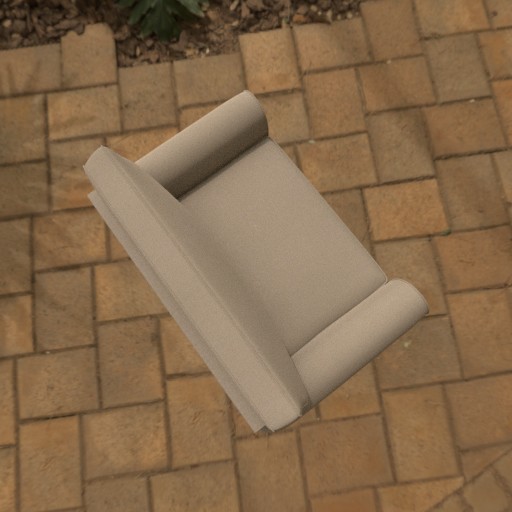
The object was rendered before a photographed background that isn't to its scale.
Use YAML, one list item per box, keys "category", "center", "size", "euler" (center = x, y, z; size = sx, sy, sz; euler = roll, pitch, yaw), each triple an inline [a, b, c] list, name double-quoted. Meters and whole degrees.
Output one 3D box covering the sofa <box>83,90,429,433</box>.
- category: "sofa"
  center: [0.000, 0.000, 2.159]
  size: [0.937, 1.006, 1.405]
  euler: [-36, 80, -8]
